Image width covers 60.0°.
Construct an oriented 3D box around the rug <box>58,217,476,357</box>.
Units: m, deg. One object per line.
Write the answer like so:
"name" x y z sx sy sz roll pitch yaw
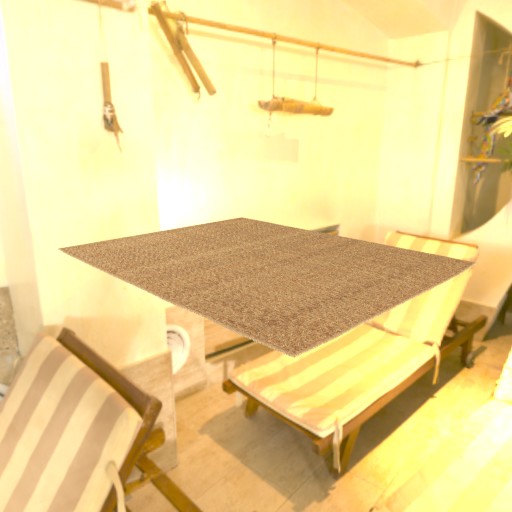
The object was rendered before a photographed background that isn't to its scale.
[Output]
"rug" 0.000 0.000 4.050 2.439 0.013 3.048 -15 21 -42
